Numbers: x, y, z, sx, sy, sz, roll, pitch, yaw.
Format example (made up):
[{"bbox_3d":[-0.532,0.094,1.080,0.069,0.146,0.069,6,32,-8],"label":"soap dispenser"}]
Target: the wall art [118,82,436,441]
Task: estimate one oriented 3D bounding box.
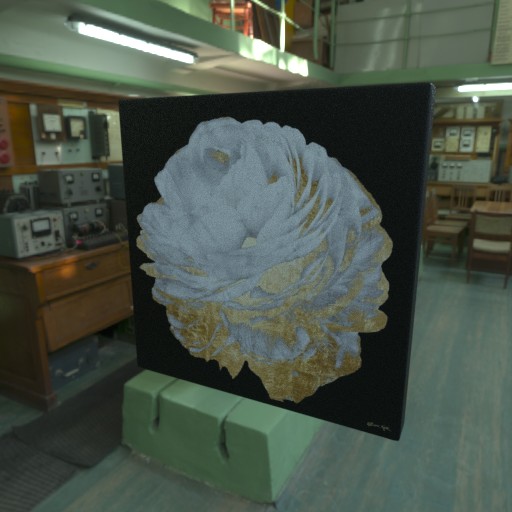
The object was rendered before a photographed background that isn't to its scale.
[{"bbox_3d":[0.000,0.000,0.588,0.406,0.407,0.041,7,16,26],"label":"wall art"}]
